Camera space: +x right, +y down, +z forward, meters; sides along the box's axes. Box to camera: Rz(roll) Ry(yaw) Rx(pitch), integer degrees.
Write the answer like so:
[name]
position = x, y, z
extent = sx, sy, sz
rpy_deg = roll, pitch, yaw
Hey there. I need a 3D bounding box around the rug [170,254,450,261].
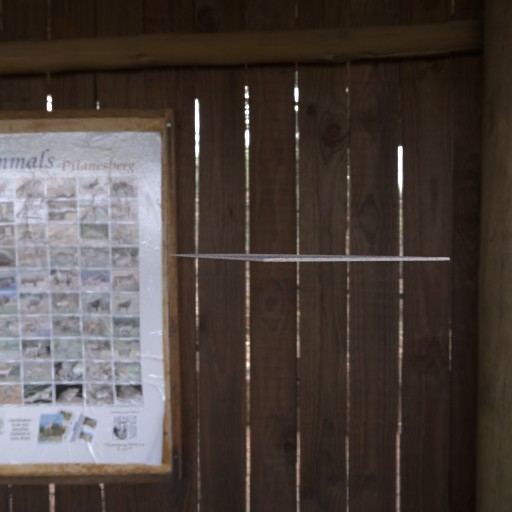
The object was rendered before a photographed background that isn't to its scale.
[rug]
position = 0.000, 0.000, 2.018
extent = 0.553, 0.012, 1.827
rpy_deg = 0, 1, -18
